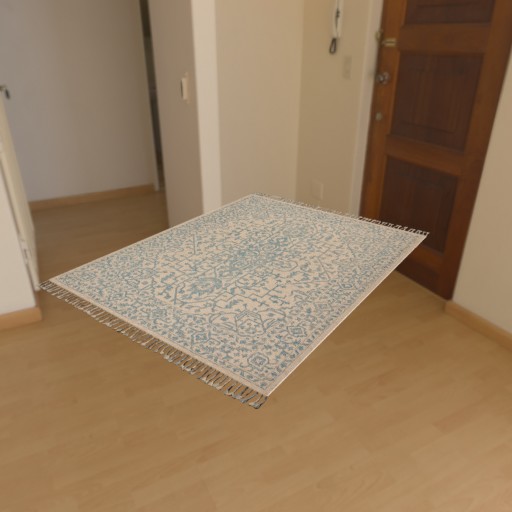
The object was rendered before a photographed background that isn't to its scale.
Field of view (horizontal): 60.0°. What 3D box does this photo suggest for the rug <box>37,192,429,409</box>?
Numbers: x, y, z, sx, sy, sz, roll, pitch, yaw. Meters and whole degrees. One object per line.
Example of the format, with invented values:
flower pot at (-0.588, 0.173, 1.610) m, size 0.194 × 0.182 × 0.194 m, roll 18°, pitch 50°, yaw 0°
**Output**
rug at (0.000, 0.000, 4.469) m, size 2.464 × 0.010 × 3.327 m, roll 18°, pitch 32°, yaw 32°
